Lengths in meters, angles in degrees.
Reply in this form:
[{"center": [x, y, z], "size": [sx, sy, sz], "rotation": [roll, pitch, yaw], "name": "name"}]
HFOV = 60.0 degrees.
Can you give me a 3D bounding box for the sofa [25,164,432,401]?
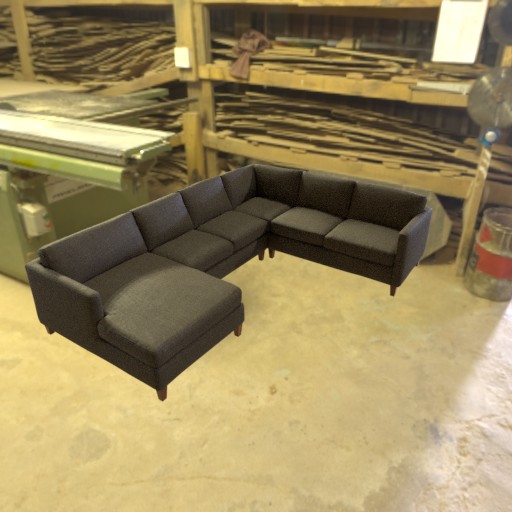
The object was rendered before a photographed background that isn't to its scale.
[{"center": [0.000, 0.000, 4.562], "size": [2.594, 0.961, 3.460], "rotation": [18, 32, 30], "name": "sofa"}]
